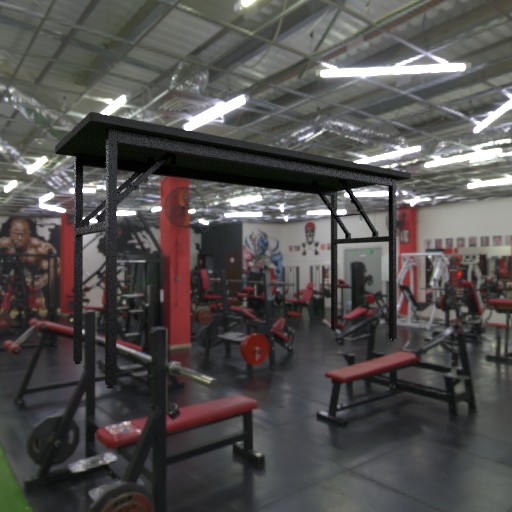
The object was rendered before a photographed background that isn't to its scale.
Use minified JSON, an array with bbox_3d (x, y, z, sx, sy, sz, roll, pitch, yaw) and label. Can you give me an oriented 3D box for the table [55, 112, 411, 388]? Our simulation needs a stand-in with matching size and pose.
[{"bbox_3d":[0.000,0.000,1.758,1.399,0.750,0.449,1,-1,-36],"label":"table"}]
